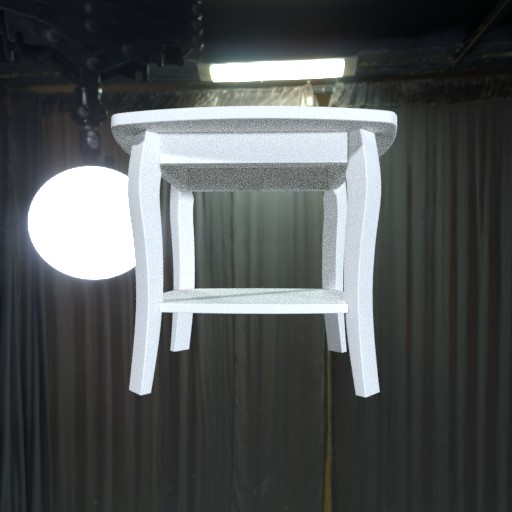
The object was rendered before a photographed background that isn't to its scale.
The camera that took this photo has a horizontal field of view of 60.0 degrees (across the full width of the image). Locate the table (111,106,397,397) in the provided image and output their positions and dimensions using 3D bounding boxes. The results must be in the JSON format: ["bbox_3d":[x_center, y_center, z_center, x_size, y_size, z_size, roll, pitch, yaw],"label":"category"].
[{"bbox_3d":[0.000,0.000,0.870,0.502,0.438,0.451,0,0,2],"label":"table"}]
